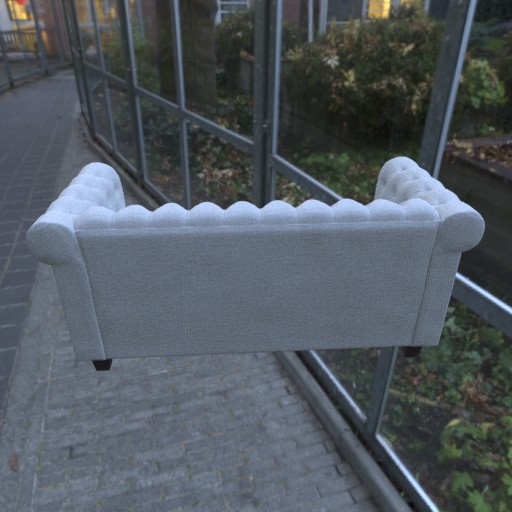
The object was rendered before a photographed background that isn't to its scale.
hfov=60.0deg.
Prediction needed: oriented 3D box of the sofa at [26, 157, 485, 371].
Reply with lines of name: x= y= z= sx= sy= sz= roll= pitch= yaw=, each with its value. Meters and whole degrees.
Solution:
sofa: x=0.000 y=0.000 z=2.206 sx=1.798 sy=0.797 sz=0.783 roll=-2 pitch=29 yaw=-3
